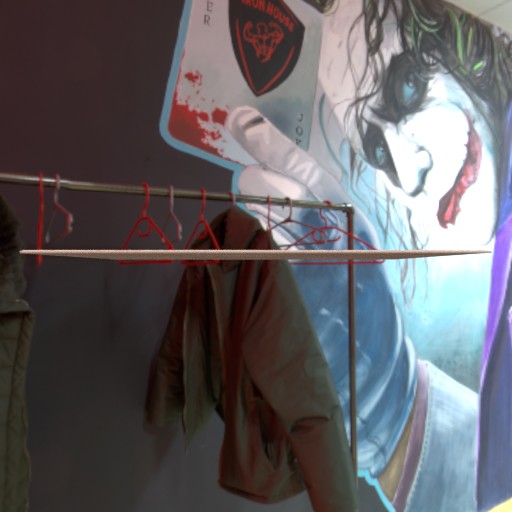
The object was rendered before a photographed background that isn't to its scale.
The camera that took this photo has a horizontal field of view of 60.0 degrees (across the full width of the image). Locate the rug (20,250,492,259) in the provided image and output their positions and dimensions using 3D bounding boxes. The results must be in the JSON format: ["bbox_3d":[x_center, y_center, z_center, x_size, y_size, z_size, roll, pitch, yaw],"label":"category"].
[{"bbox_3d":[0.000,0.000,2.328,1.839,0.012,1.219,0,-2,0],"label":"rug"}]
